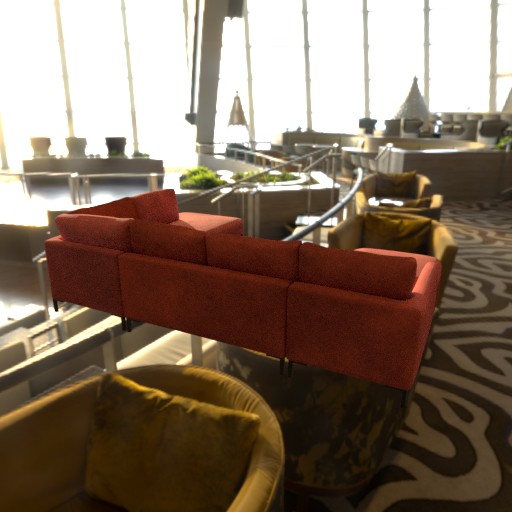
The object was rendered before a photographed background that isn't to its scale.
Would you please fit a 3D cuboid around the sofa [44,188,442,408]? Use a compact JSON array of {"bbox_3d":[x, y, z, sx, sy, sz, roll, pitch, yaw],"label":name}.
[{"bbox_3d":[0.000,0.000,3.839,2.971,0.858,1.981,9,20,25],"label":"sofa"}]
